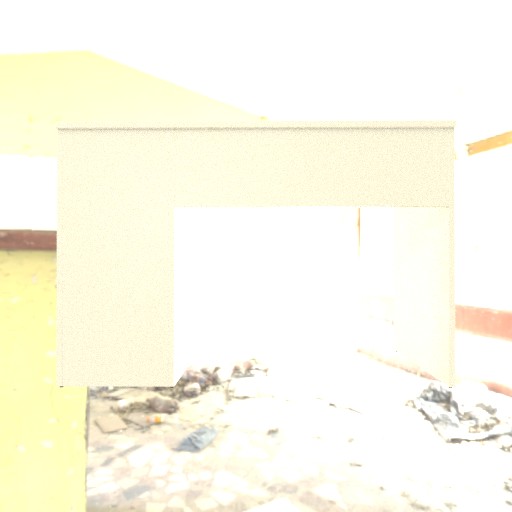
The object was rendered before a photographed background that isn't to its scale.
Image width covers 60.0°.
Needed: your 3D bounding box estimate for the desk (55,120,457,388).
[{"bbox_3d":[0.000,0.000,1.486,1.097,0.735,0.560,0,0,1],"label":"desk"}]
